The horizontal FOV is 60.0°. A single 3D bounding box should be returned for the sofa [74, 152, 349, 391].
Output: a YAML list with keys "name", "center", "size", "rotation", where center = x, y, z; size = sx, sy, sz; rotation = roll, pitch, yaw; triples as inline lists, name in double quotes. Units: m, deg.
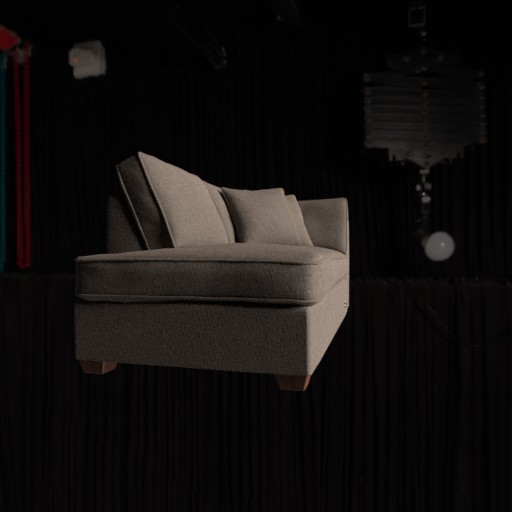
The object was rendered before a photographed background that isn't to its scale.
- name: "sofa"
  center: [0.000, 0.000, 2.874]
  size: [1.110, 1.033, 2.237]
  rotation: [0, 1, 16]
